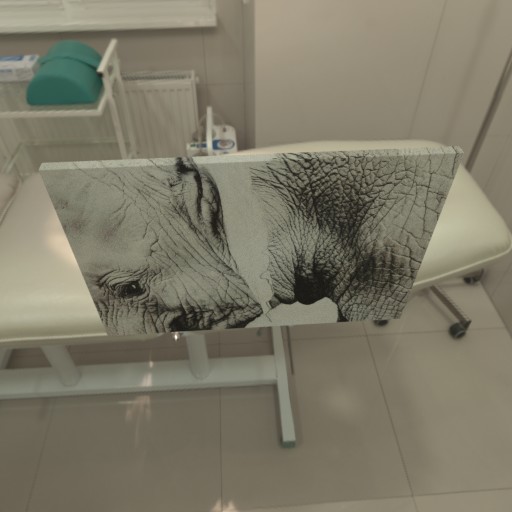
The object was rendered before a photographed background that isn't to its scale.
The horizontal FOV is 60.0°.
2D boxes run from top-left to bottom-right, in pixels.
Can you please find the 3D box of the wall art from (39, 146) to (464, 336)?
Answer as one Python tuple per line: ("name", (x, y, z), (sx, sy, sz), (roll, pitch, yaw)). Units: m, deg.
("wall art", (0.000, 0.000, 1.467), (1.141, 0.758, 0.035), (-3, 46, -3))
